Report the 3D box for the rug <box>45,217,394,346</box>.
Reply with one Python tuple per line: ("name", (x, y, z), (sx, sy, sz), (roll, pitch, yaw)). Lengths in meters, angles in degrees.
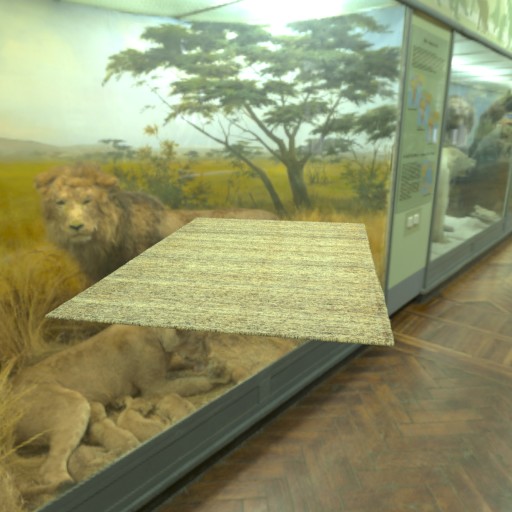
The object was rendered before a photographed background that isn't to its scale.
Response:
("rug", (0.000, 0.000, 2.378), (1.243, 0.014, 1.846), (3, 17, 10))
